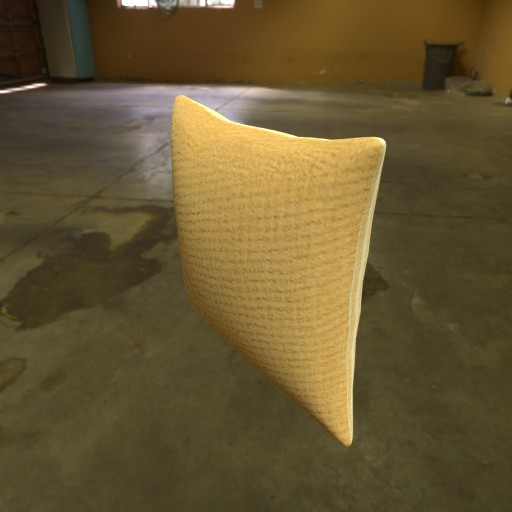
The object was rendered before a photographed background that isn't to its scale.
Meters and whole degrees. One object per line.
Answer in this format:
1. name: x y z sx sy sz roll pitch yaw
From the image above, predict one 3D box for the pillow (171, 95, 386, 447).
1. pillow: 0.000 0.000 0.648 0.173 0.407 0.419 -18 32 -32
